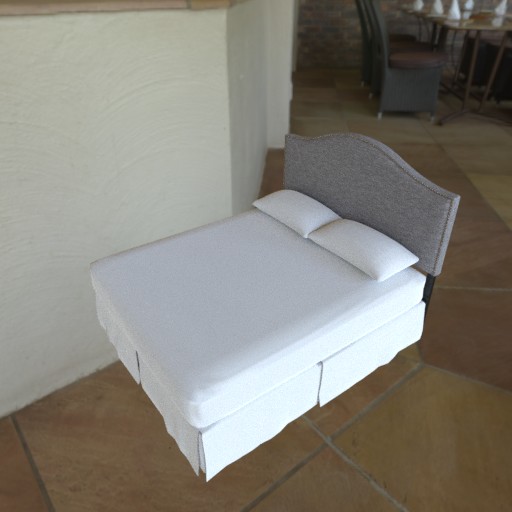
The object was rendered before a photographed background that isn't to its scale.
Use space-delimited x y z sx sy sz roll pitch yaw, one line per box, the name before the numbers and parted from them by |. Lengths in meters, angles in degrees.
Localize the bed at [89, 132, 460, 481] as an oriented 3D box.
bed | 0.000 0.000 2.949 1.870 1.295 1.610 -21 38 -30
